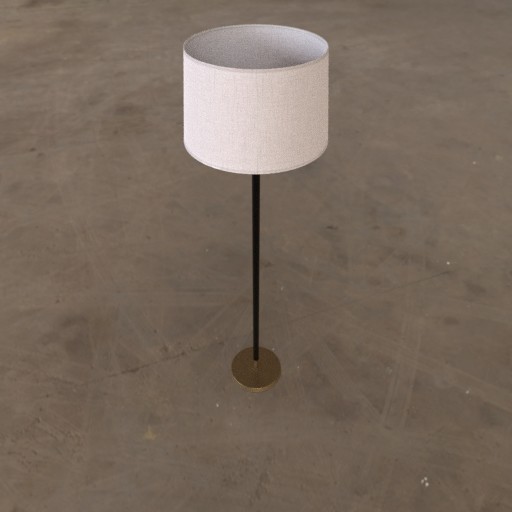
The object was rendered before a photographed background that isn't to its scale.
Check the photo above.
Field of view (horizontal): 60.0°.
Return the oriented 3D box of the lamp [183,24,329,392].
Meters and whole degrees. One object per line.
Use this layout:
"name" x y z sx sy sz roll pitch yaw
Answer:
"lamp" 0.000 0.000 1.611 0.420 1.447 0.420 0 42 0
